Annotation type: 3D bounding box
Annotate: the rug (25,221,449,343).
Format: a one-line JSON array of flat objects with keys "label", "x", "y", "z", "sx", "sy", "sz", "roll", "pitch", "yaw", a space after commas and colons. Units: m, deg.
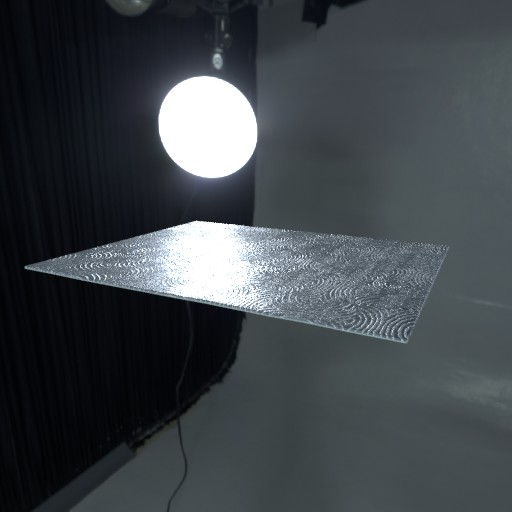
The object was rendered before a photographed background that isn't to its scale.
[{"label": "rug", "x": 0.000, "y": 0.000, "z": 4.022, "sx": 3.042, "sy": 0.021, "sz": 2.456, "roll": 7, "pitch": 16, "yaw": 27}]
